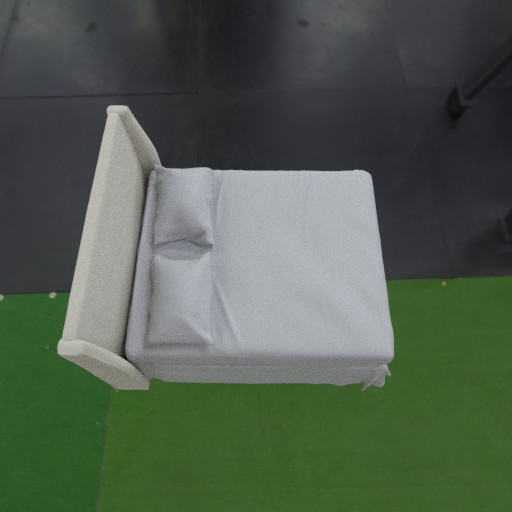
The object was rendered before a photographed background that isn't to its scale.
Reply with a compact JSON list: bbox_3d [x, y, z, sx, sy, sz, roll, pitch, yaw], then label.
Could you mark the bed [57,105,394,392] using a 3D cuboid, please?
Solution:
[{"bbox_3d":[0.000,0.000,3.508,2.276,1.332,1.925,0,64,0],"label":"bed"}]
